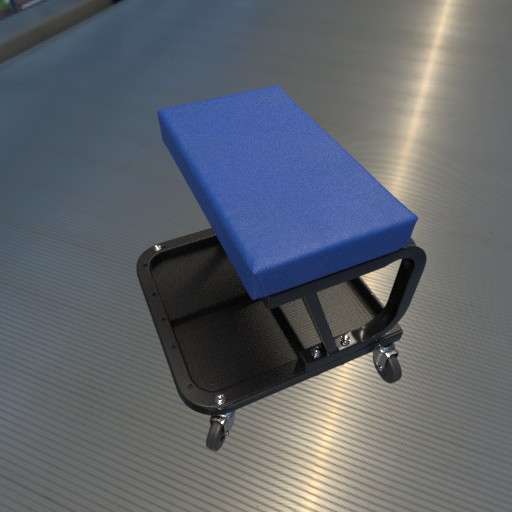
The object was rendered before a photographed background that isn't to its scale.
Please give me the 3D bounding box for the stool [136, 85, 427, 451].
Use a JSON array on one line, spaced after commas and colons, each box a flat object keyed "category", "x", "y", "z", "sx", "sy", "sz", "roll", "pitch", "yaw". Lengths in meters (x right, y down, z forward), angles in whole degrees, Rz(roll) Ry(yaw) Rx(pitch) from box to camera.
[{"category": "stool", "x": 0.000, "y": 0.000, "z": 0.726, "sx": 0.371, "sy": 0.380, "sz": 0.446, "roll": -18, "pitch": 49, "yaw": -16}]
